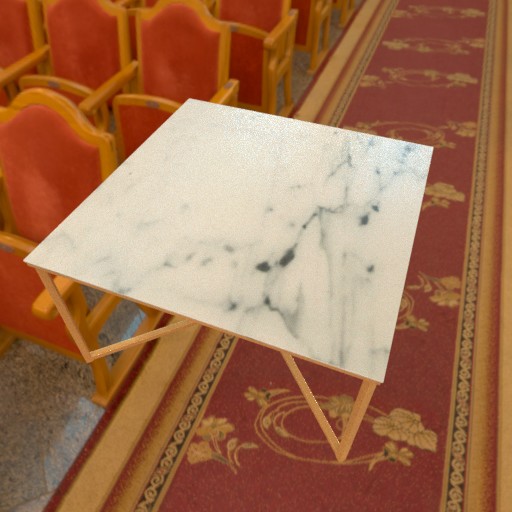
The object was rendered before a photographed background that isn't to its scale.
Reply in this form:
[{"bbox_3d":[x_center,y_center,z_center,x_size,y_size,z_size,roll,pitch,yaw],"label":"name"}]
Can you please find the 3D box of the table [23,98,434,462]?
[{"bbox_3d":[0.000,0.000,1.303,0.800,0.450,0.800,16,49,15],"label":"table"}]
